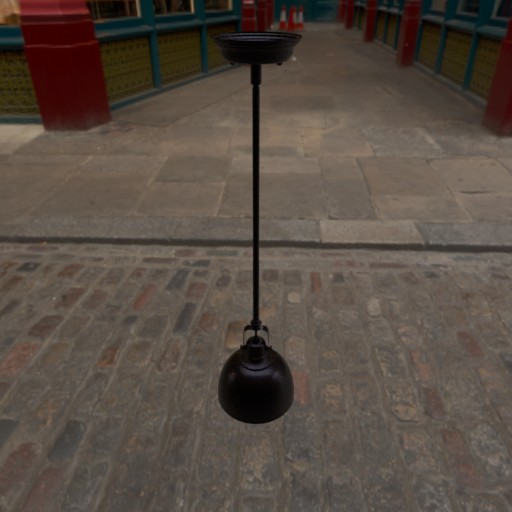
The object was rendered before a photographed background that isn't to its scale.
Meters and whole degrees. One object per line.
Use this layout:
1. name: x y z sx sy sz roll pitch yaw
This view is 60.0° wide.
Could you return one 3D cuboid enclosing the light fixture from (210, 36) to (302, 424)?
1. light fixture: 0.000 0.000 0.859 0.182 0.768 0.182 1 32 2
